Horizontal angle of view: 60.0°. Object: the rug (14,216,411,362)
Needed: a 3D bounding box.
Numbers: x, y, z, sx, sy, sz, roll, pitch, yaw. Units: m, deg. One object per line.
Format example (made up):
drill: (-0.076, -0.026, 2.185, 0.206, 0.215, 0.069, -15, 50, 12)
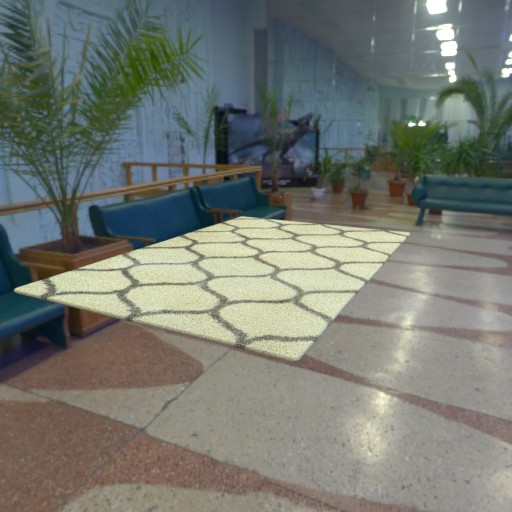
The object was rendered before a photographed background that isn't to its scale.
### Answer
rug: (0.000, 0.000, 3.333, 1.801, 0.026, 2.701, 8, 17, 27)
